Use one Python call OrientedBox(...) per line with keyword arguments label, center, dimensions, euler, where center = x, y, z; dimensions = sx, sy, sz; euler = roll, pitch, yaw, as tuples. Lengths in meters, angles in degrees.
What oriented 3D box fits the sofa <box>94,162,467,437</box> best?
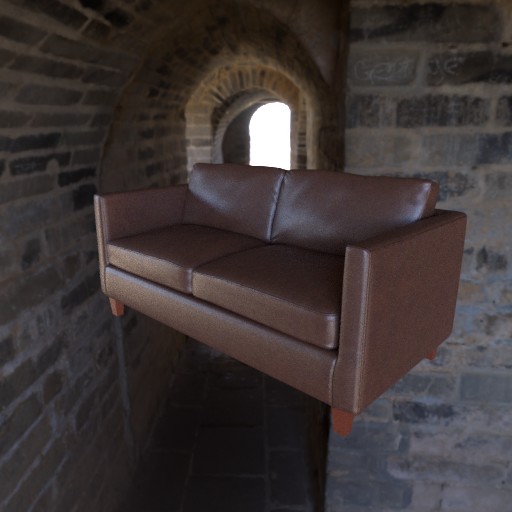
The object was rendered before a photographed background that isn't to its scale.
OrientedBox(label="sofa", center=(0.000, 0.000, 2.439), dimensions=(1.883, 0.933, 0.951), euler=(14, 21, 41))
